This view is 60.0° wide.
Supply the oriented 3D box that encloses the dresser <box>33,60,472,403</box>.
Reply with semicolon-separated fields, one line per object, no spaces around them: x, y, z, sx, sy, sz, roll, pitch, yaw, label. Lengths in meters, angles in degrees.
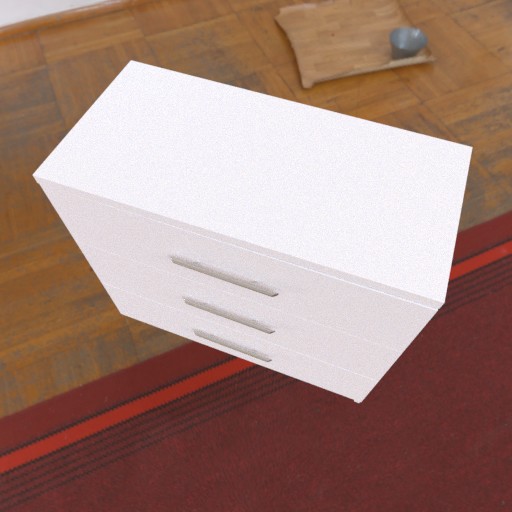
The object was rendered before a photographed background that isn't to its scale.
0.000;0.000;1.238;0.830;0.740;0.420;18;60;11;dresser
